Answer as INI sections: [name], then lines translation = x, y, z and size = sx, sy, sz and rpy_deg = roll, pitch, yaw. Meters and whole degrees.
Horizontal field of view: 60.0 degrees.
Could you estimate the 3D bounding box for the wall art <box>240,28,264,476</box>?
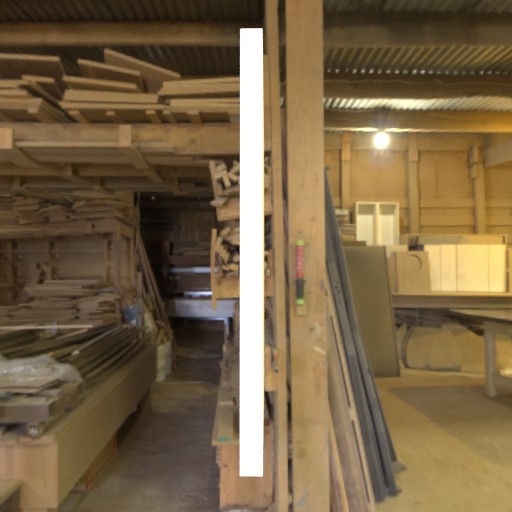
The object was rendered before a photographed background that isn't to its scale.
[wall art]
translation = 0.000, 0.000, 1.134
size = 0.038, 0.761, 0.763
rpy_deg = 0, -2, 1
